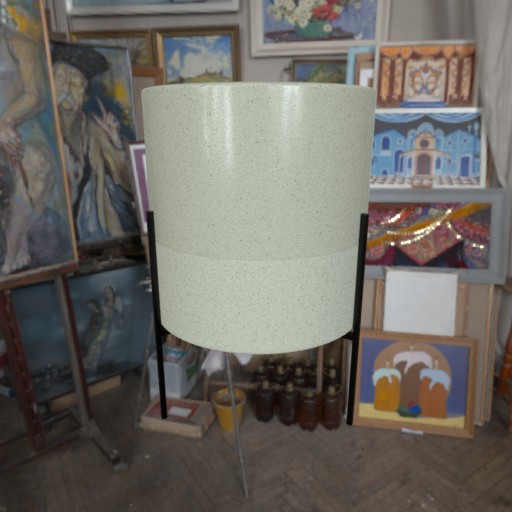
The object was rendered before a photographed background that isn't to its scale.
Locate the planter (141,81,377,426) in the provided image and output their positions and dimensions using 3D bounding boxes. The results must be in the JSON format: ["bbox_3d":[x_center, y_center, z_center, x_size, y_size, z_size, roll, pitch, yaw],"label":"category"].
[{"bbox_3d":[0.000,0.000,0.676,0.323,0.475,0.314,-9,19,-26],"label":"planter"}]
